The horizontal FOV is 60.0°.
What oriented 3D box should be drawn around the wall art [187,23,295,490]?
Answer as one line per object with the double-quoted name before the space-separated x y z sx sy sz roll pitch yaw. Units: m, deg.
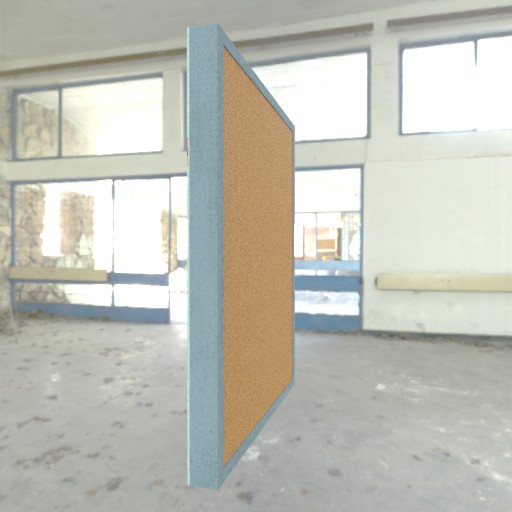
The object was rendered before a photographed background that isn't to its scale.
"wall art" 0.000 0.000 0.683 0.037 0.509 0.409 0 0 17
